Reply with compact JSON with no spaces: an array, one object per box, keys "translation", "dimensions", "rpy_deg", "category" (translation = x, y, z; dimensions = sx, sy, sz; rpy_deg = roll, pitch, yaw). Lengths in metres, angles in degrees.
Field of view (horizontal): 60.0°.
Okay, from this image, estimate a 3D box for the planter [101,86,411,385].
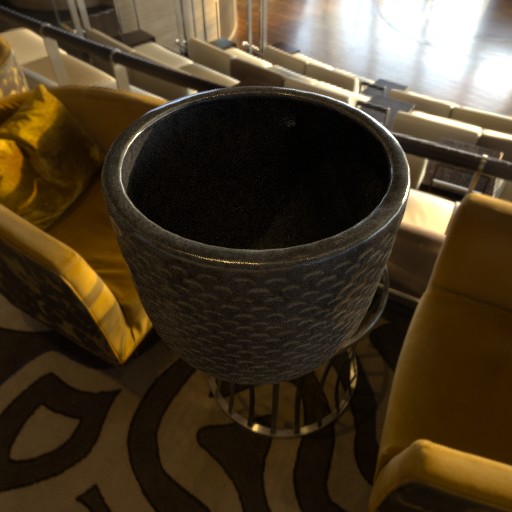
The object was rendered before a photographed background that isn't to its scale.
[{"translation":[0.000,0.000,0.353],"dimensions":[0.197,0.191,0.197],"rpy_deg":[0,46,0],"category":"planter"}]
